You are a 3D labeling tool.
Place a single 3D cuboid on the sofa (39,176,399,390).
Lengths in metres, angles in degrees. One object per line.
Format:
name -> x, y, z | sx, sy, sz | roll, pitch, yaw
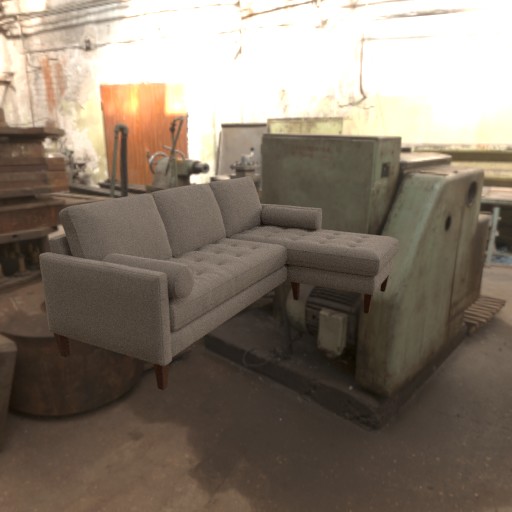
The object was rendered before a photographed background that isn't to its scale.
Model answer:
sofa -> 0.000, 0.000, 2.998 | 1.506, 0.875, 2.178 | 8, 17, 27
